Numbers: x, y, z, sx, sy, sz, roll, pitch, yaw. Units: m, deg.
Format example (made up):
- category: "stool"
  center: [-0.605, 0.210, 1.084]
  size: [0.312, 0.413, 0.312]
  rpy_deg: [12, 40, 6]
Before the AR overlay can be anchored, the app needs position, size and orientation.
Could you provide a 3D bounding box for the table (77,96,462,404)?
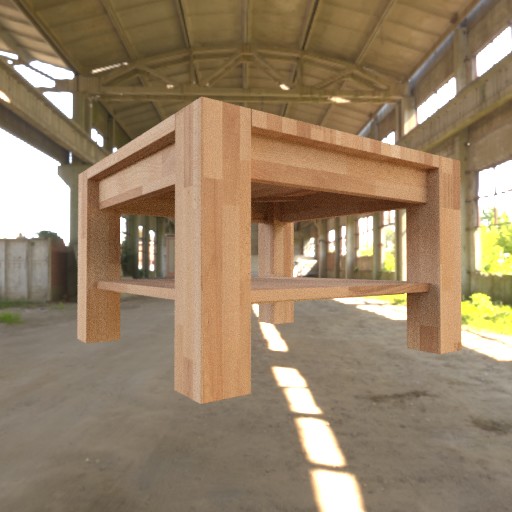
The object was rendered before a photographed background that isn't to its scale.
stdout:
- category: "table"
  center: [0.000, 0.000, 1.135]
  size: [0.700, 0.451, 0.700]
  rpy_deg: [1, -1, -36]
